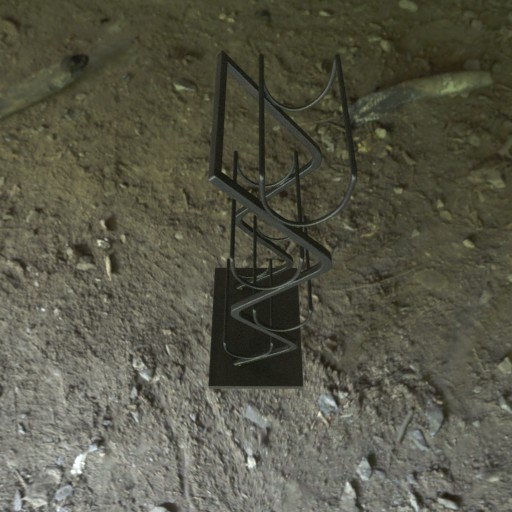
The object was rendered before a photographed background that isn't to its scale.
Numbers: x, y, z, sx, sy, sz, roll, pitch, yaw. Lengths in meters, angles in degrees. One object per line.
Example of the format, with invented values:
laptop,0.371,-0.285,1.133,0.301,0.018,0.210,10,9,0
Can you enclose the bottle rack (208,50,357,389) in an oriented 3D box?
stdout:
bottle rack,0.000,0.000,0.663,0.178,0.559,0.254,0,59,0
